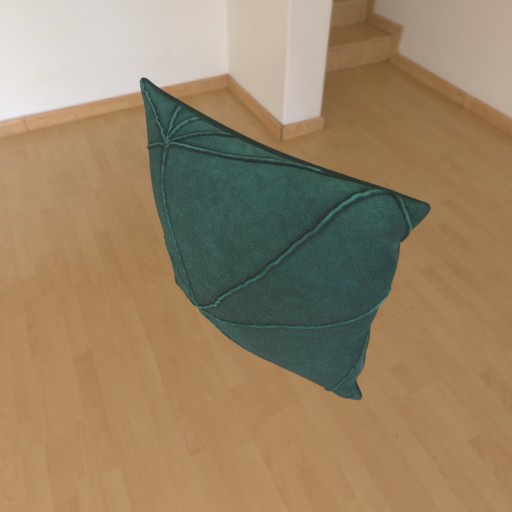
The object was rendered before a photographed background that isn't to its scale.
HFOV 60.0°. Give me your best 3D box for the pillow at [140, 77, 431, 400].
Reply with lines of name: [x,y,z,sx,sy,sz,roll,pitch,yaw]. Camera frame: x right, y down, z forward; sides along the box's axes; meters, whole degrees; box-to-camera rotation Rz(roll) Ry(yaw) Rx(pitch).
pillow: [0.000,0.000,0.680,0.439,0.440,0.184,30,54,26]
